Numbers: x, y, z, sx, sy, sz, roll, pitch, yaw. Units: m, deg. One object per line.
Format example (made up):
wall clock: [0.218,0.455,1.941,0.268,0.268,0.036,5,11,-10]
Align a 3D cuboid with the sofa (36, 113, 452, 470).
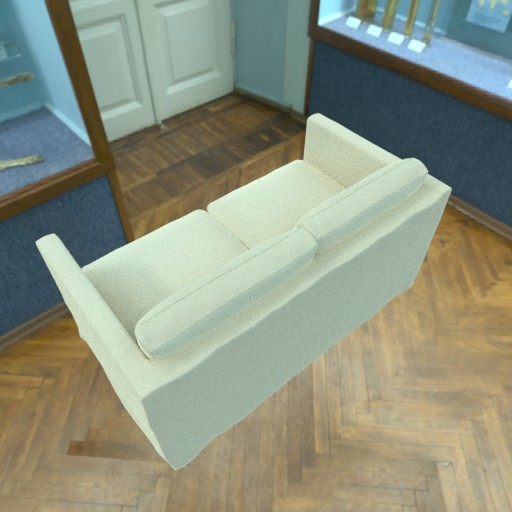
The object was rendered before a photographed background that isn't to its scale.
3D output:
sofa: [0.000,0.000,2.239,1.746,0.834,0.962,-31,54,-26]
